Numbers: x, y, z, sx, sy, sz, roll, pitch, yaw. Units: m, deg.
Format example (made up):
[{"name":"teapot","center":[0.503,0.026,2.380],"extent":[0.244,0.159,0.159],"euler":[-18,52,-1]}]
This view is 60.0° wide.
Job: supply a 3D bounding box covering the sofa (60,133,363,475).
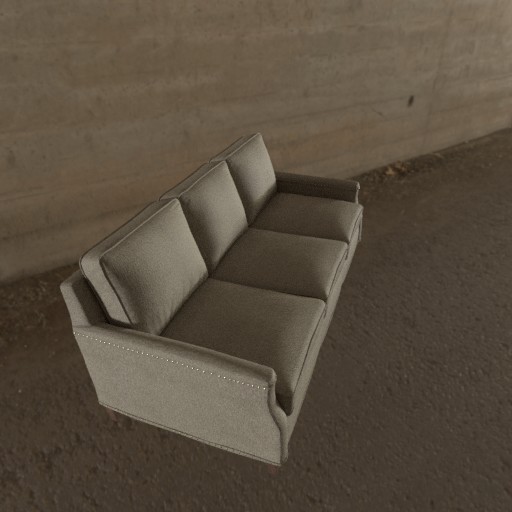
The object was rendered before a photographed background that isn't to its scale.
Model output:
[{"name":"sofa","center":[0.000,0.000,2.833],"extent":[1.084,1.003,2.246],"euler":[11,33,17]}]
